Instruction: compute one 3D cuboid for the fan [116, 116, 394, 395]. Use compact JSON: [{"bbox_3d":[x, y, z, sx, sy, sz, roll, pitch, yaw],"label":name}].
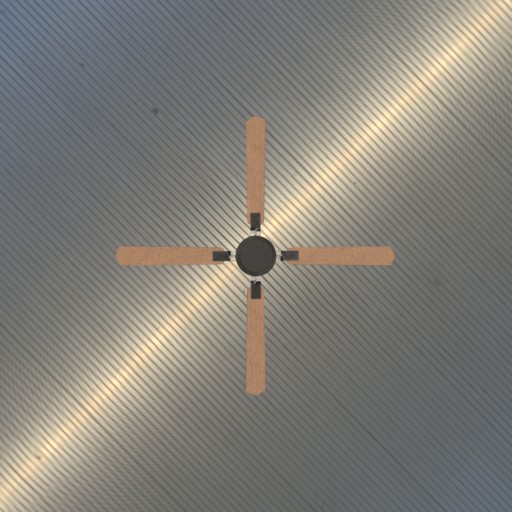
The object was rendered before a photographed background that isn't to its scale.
[{"bbox_3d":[0.000,0.000,1.994,1.320,0.355,1.320,0,90,-1],"label":"fan"}]
